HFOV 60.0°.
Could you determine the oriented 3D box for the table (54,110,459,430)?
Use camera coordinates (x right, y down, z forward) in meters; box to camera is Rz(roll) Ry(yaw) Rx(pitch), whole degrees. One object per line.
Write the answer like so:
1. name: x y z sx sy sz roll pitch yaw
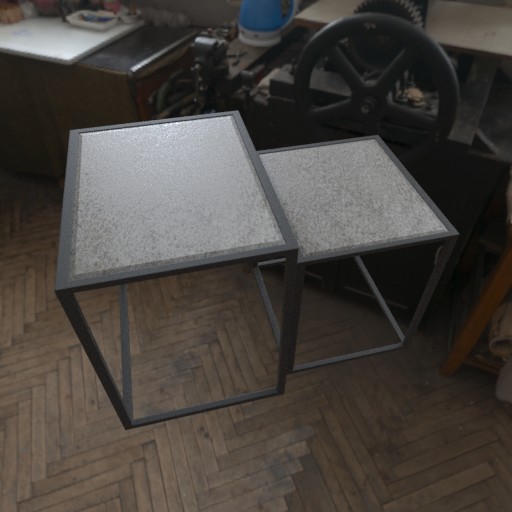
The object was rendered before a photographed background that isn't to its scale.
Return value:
1. table: 0.000 0.000 1.140 0.788 0.540 0.508 -10 47 -9
